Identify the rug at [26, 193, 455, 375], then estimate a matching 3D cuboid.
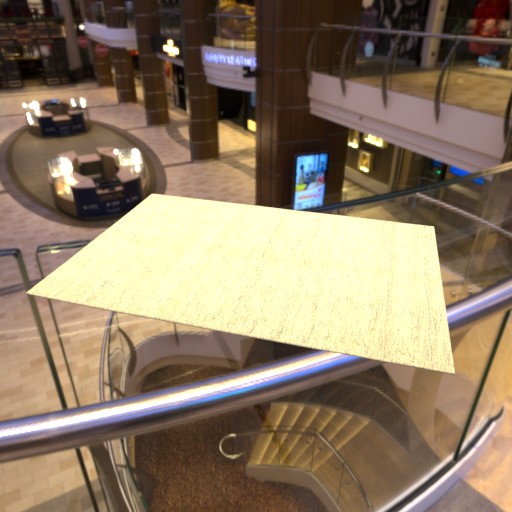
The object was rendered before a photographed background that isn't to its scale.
[{"bbox_3d":[0.000,0.000,2.339,1.850,0.015,1.250,8,31,14],"label":"rug"}]
